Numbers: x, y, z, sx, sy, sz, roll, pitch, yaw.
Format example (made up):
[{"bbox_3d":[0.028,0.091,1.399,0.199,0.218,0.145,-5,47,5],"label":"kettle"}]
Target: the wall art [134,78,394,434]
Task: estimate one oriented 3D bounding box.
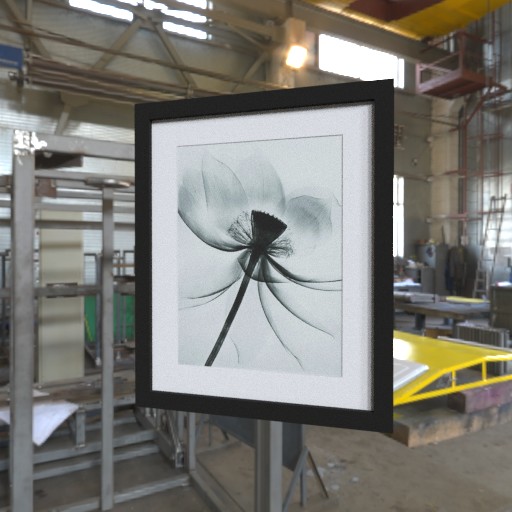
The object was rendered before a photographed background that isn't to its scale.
[{"bbox_3d":[0.000,0.000,0.771,0.457,0.559,0.029,0,1,16],"label":"wall art"}]
